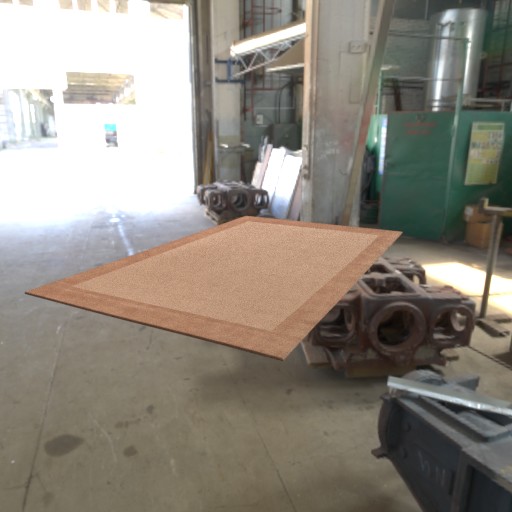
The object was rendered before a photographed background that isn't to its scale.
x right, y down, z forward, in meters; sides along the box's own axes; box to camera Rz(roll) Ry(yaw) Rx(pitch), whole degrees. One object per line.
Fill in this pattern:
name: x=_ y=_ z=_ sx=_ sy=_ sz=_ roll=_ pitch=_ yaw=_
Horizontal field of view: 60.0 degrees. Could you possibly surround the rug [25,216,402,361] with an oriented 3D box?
rug: x=0.000 y=0.000 z=3.064 sx=1.524 sy=0.014 sz=2.438 roll=8 pitch=18 yaw=27
